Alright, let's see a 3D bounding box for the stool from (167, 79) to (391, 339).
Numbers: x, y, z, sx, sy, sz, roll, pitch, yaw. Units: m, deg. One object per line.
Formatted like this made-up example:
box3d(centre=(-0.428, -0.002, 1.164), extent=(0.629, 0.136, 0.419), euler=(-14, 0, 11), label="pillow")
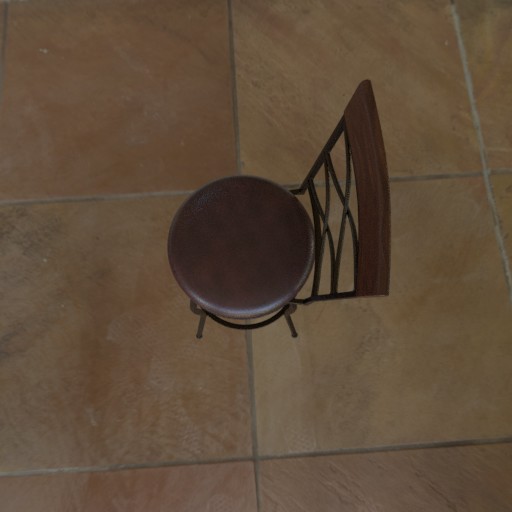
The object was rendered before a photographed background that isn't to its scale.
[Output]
box3d(centre=(0.000, 0.000, 1.393), extent=(0.513, 1.130, 0.448), euler=(-1, 75, 0), label="stool")
